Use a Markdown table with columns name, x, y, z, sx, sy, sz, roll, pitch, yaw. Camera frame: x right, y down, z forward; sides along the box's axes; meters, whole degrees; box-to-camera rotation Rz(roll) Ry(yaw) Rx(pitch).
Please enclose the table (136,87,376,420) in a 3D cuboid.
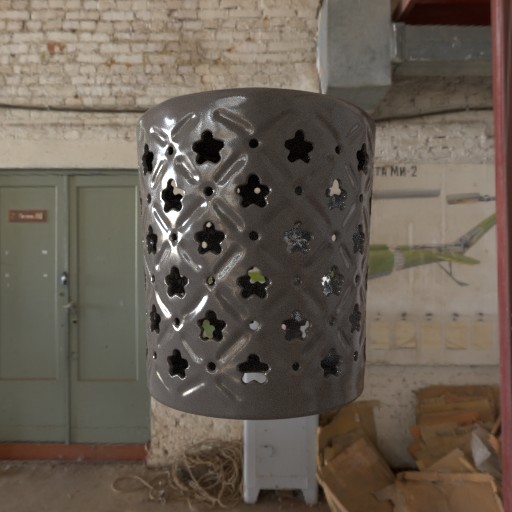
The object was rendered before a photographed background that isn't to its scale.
| name | x | y | z | sx | sy | sz | roll | pitch | yaw |
| --- | --- | --- | --- | --- | --- | --- | --- | --- | --- |
| table | 0.000 | 0.000 | 0.670 | 0.352 | 0.387 | 0.352 | 0 | 0 | 0 |
